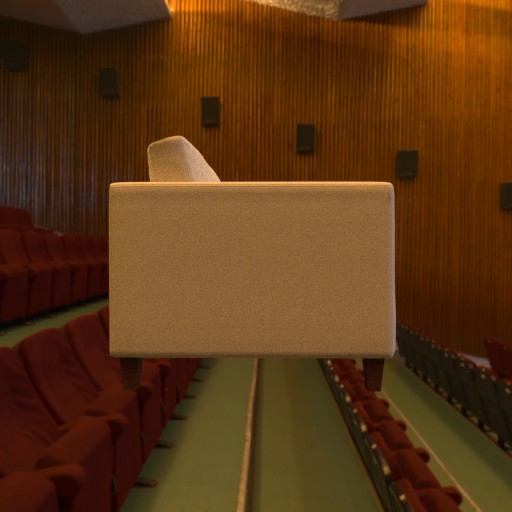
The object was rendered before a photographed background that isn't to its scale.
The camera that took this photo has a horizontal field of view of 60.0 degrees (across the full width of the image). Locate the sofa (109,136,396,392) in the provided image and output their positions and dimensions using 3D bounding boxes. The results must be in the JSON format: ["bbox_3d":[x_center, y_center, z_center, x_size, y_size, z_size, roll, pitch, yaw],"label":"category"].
[{"bbox_3d":[0.000,0.000,2.256,0.964,0.888,1.702,0,1,1],"label":"sofa"}]
